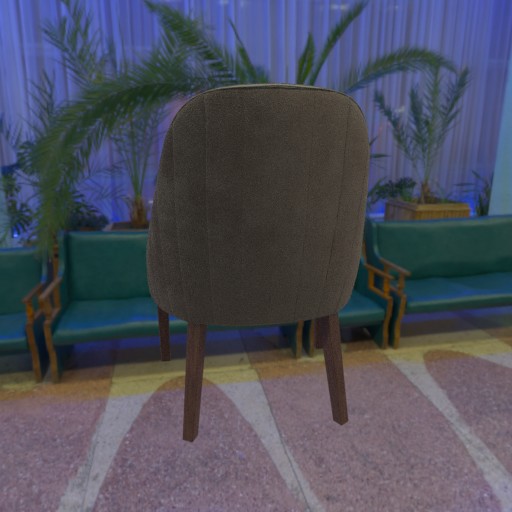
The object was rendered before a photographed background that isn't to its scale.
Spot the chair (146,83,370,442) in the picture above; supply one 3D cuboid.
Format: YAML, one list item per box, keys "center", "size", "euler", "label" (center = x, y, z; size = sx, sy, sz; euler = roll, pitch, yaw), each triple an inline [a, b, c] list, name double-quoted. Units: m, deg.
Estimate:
- center: [0.000, 0.000, 1.287]
  size: [0.643, 0.889, 0.575]
  euler: [-3, 16, -9]
  label: "chair"
